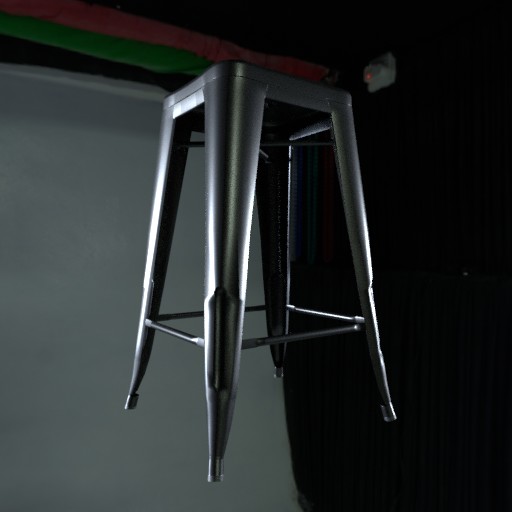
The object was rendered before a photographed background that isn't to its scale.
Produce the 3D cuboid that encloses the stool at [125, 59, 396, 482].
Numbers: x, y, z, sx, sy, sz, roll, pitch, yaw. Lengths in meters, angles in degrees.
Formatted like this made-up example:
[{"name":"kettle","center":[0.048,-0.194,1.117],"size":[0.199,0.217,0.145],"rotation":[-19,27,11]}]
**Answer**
[{"name":"stool","center":[0.000,0.000,0.849],"size":[0.399,0.609,0.359],"rotation":[-1,1,-36]}]
